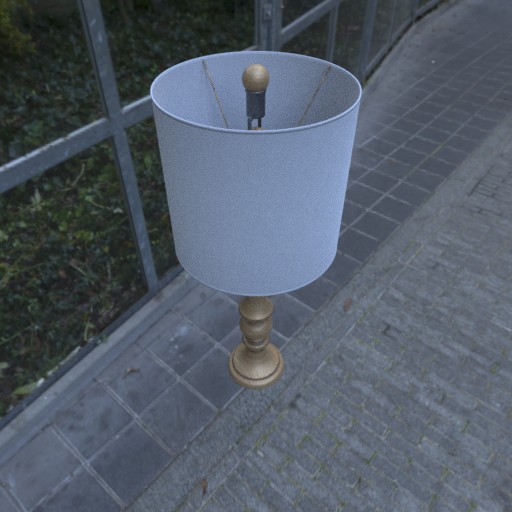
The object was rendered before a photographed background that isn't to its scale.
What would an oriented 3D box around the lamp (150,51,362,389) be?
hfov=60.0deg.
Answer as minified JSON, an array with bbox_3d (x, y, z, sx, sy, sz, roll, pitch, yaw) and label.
[{"bbox_3d":[0.000,0.000,0.716,0.250,0.597,0.250,-26,48,-26],"label":"lamp"}]
